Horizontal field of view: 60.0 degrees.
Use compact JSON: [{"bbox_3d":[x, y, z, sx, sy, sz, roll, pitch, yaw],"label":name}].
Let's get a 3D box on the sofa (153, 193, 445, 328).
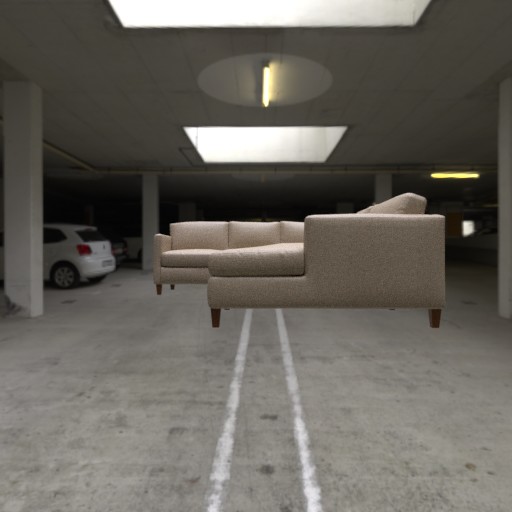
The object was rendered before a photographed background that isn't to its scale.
[{"bbox_3d":[0.000,0.000,4.638,2.594,0.961,3.460,0,0,1],"label":"sofa"}]
